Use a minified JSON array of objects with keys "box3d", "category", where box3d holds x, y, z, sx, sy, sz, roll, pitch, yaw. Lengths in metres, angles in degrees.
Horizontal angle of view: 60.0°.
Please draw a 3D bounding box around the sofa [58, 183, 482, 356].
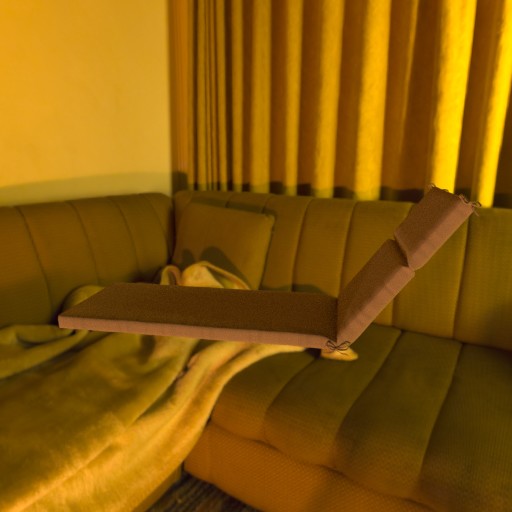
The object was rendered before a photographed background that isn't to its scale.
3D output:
[{"box3d":[0.000,0.000,1.954,1.663,0.622,0.582,2,14,10],"category":"sofa"}]
